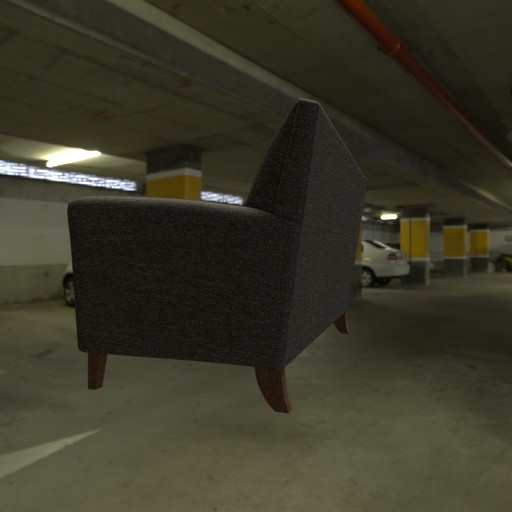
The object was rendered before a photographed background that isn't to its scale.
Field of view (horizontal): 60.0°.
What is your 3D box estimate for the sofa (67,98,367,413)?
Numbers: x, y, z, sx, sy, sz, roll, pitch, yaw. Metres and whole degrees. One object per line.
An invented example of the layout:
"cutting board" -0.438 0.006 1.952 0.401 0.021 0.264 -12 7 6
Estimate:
"sofa" 0.000 0.000 2.042 0.867 0.905 1.509 0 1 19
